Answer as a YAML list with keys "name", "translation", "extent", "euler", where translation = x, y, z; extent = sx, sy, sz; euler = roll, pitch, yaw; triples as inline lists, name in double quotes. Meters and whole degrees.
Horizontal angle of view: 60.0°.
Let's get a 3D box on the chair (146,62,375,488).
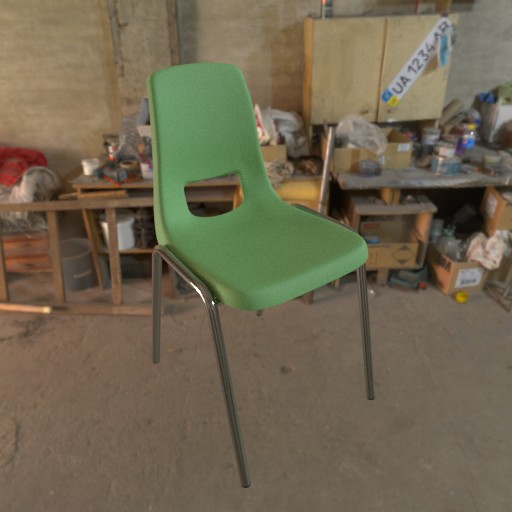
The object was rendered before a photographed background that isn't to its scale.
- name: "chair"
  translation: [0.000, 0.000, 0.920]
  extent: [0.381, 0.704, 0.436]
  euler: [-20, 35, -32]
